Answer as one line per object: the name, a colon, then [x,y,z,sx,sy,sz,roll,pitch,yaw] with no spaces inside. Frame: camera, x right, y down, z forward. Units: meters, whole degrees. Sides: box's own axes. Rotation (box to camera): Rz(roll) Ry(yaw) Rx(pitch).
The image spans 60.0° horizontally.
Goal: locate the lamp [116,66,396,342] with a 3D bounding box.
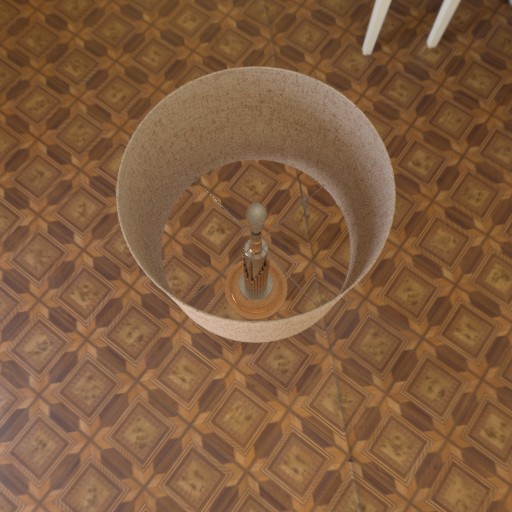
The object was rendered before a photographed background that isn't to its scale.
lamp: [0.000,0.000,0.804,0.321,0.610,0.321,4,74,1]
